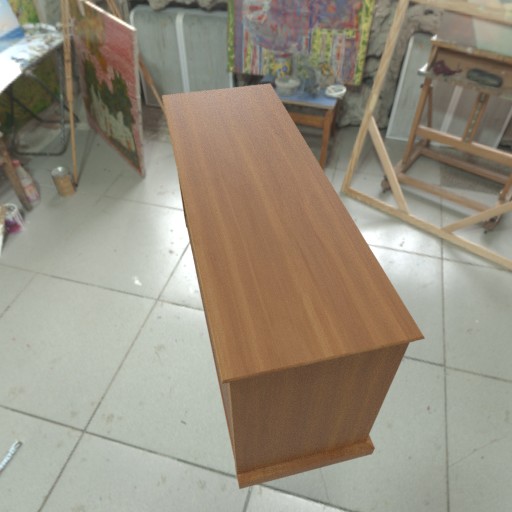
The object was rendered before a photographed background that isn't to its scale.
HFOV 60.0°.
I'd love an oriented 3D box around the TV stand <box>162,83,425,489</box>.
[{"bbox_3d":[0.000,0.000,1.462,0.417,0.607,1.181,-10,46,-10],"label":"TV stand"}]
